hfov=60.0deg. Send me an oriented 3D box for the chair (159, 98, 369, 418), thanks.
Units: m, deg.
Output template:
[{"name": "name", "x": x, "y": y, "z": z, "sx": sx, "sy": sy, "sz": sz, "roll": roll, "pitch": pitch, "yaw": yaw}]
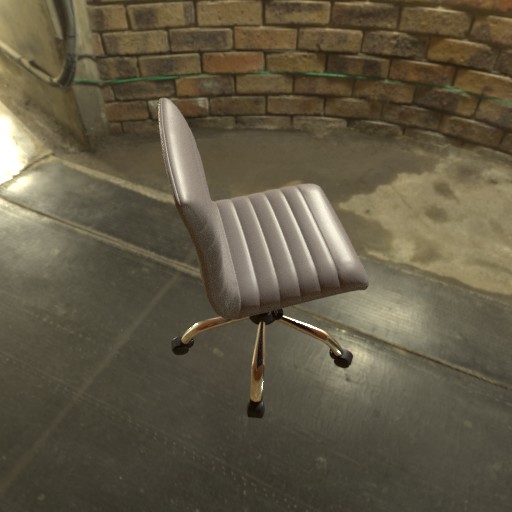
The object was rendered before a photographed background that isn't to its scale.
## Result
[{"name": "chair", "x": 0.000, "y": 0.000, "z": 1.175, "sx": 0.542, "sy": 0.750, "sz": 0.569, "roll": -9, "pitch": 47, "yaw": -9}]
